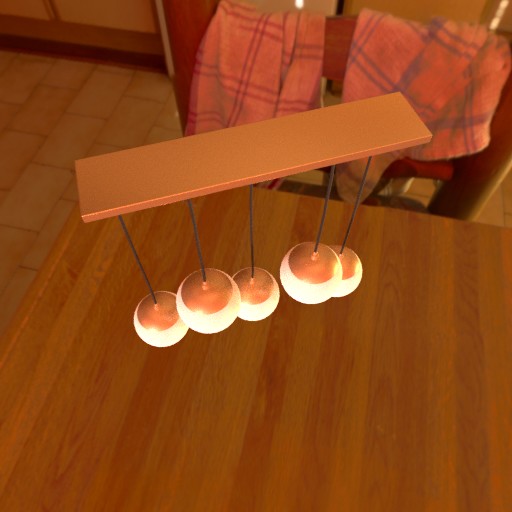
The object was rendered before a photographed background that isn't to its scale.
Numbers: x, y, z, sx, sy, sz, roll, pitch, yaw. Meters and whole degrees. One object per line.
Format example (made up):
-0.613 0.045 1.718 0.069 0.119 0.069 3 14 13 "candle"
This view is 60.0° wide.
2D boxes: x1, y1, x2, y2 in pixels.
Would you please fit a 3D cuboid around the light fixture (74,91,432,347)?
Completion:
0.000 0.000 1.323 0.863 0.869 0.299 -15 59 -9 "light fixture"
